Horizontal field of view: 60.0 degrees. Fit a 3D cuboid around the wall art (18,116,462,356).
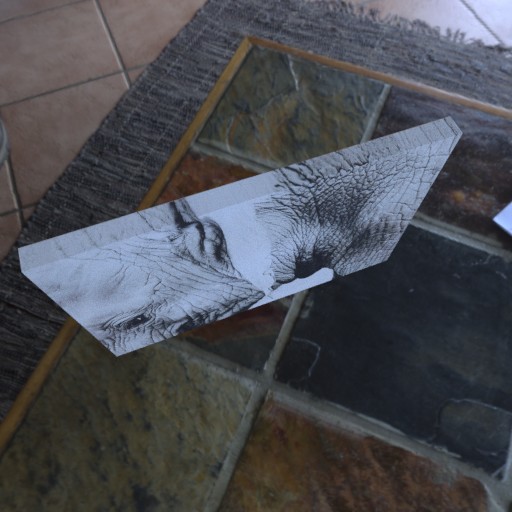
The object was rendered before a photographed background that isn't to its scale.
[{"bbox_3d":[0.000,0.000,0.767,0.613,0.407,0.035,-19,65,-9],"label":"wall art"}]
